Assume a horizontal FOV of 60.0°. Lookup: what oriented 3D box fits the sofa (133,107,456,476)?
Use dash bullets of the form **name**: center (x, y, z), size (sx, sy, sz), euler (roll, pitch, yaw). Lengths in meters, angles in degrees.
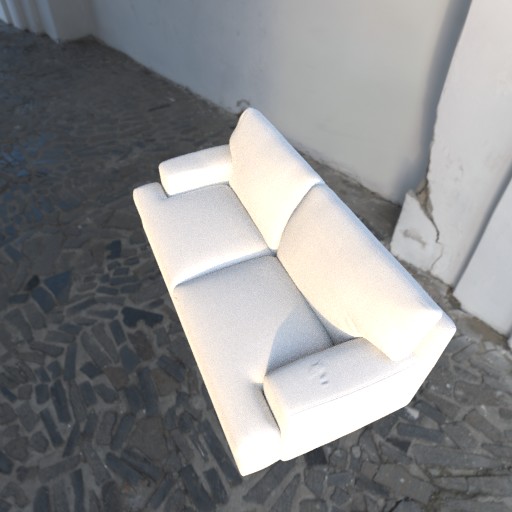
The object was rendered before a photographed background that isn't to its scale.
- **sofa**: center (0.000, 0.000, 2.826), size (1.143, 0.940, 2.261), euler (-17, 48, -16)
